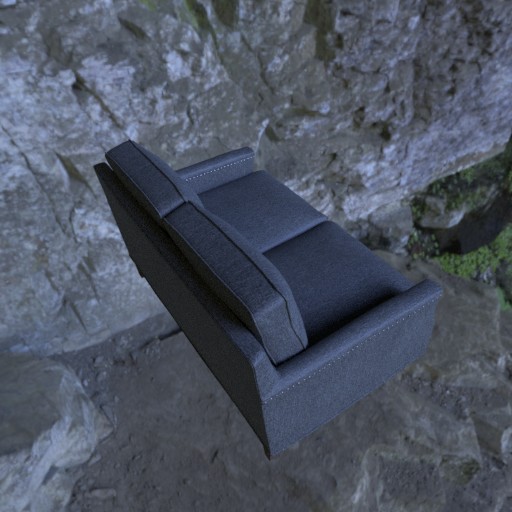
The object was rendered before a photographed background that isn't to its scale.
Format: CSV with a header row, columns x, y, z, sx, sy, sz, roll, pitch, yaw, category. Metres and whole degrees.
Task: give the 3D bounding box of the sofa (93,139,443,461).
x,y,z,sx,sy,sz,roll,pitch,yaw,category
0.000,0.000,2.325,1.084,1.003,1.597,-25,48,-25,sofa
